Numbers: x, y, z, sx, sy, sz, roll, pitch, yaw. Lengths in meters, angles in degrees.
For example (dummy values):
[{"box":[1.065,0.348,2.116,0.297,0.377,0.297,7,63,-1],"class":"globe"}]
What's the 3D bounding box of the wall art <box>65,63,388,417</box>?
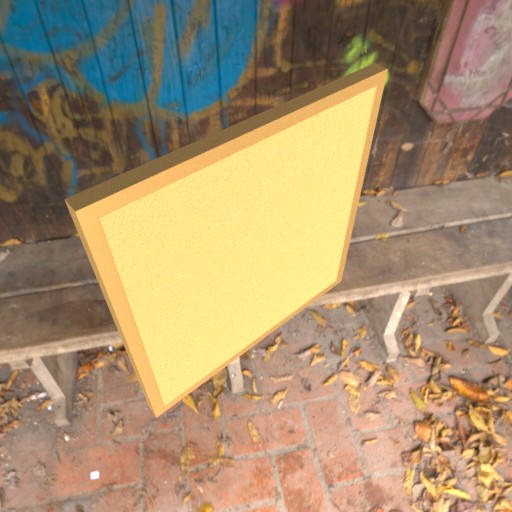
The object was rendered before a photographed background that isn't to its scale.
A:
[{"box":[0.000,0.000,2.875,1.926,1.926,0.099,-32,55,-26],"class":"wall art"}]
